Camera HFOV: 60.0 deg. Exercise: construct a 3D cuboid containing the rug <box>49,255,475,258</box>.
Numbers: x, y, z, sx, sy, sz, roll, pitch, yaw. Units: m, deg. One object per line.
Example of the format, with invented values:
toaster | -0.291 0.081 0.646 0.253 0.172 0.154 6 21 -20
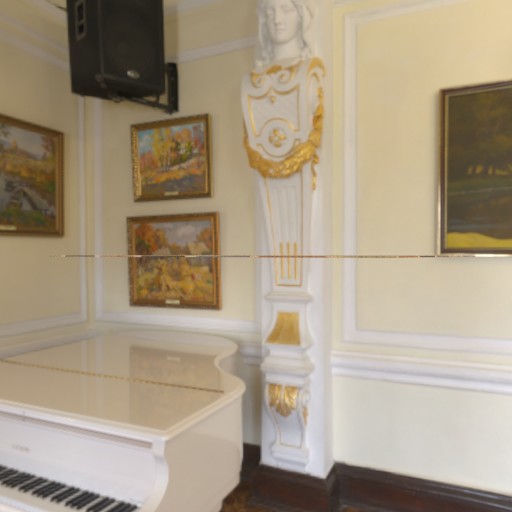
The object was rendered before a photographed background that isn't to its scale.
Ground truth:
rug | 0.000 0.000 2.851 2.284 0.006 1.521 0 0 37
